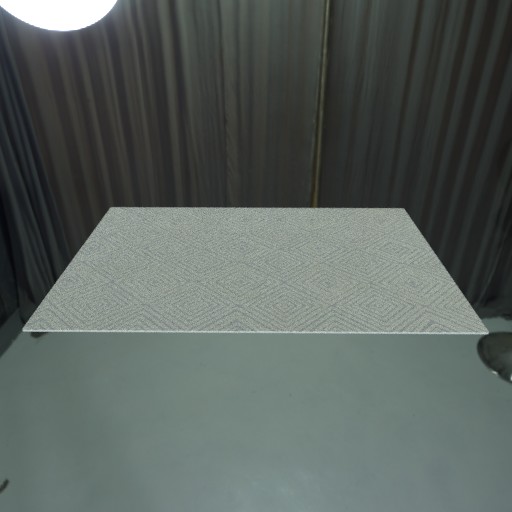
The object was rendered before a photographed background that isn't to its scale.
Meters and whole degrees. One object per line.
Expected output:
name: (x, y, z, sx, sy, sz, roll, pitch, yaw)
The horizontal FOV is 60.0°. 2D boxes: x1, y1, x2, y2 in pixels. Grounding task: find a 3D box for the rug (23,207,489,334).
rug: (0.000, 0.000, 2.158, 1.753, 0.008, 1.143, 0, 30, 0)
